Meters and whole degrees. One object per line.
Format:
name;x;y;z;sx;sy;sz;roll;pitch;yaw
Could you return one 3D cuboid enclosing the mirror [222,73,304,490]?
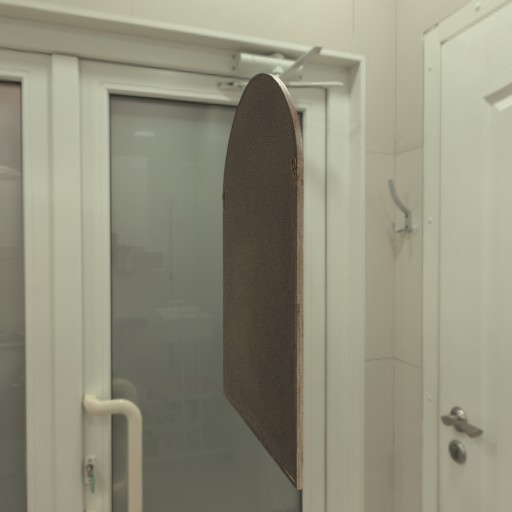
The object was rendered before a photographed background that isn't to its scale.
mirror;0.000;0.000;1.162;0.032;0.915;0.609;0;1;-18
